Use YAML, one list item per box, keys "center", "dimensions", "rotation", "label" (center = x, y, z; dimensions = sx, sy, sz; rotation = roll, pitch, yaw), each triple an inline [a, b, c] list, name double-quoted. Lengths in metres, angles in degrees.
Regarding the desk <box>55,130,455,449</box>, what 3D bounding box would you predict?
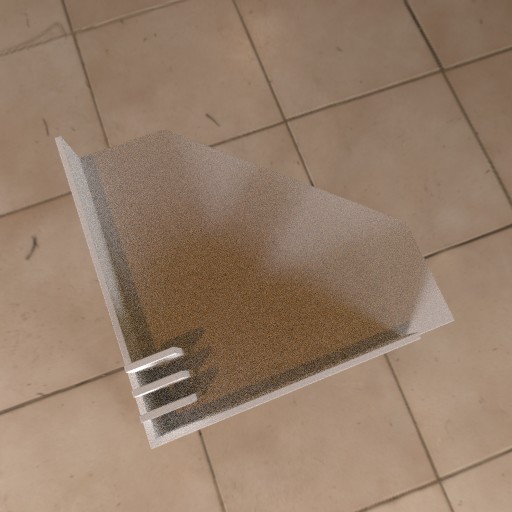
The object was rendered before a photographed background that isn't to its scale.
- center: [0.000, 0.000, 1.675]
  dimensions: [0.940, 0.986, 0.940]
  rotation: [-21, 77, -5]
  label: "desk"
